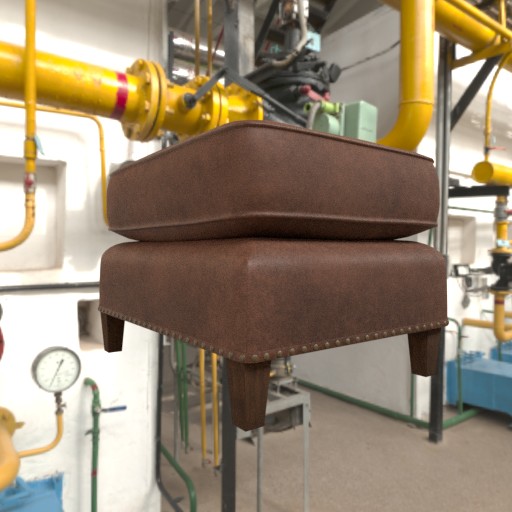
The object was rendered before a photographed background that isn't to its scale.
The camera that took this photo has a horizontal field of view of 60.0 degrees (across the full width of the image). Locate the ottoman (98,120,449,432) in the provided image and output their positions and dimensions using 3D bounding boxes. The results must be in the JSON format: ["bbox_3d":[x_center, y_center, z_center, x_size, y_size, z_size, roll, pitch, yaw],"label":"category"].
[{"bbox_3d":[0.000,0.000,1.132,0.589,0.537,0.738,-1,1,-37],"label":"ottoman"}]
